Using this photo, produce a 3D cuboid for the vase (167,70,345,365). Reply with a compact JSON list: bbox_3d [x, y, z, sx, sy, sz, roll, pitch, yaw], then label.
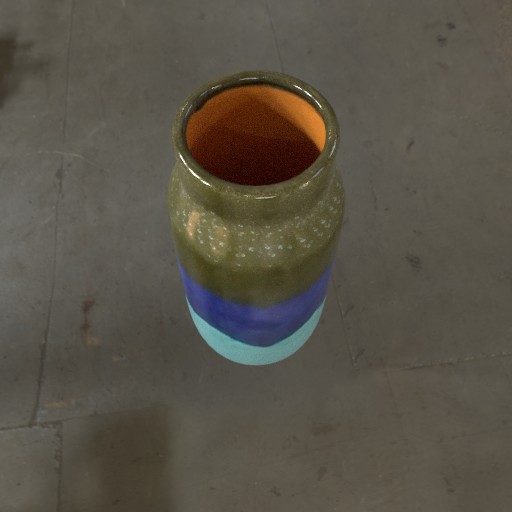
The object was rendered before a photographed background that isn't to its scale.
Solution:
[{"bbox_3d":[0.000,0.000,0.381,0.139,0.313,0.139,0,63,0],"label":"vase"}]
